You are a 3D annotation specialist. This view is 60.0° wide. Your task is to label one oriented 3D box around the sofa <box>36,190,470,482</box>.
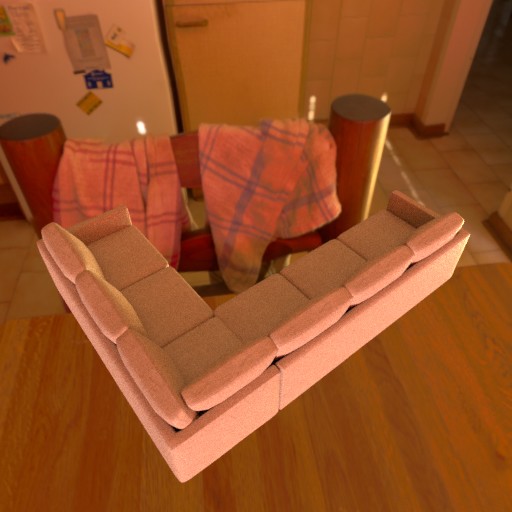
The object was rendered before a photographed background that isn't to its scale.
[{"bbox_3d":[0.000,0.000,4.347,3.333,0.934,2.522,-29,51,-26],"label":"sofa"}]
